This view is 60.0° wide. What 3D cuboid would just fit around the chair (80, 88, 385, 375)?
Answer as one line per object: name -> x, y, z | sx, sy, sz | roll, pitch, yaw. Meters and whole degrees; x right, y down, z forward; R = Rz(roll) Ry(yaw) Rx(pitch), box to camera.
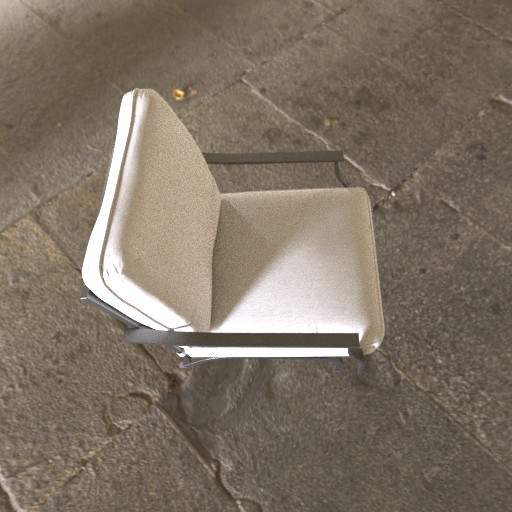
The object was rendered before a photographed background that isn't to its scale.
chair -> 0.000, 0.000, 1.408 | 0.787, 0.860, 0.650 | 1, 63, 1
